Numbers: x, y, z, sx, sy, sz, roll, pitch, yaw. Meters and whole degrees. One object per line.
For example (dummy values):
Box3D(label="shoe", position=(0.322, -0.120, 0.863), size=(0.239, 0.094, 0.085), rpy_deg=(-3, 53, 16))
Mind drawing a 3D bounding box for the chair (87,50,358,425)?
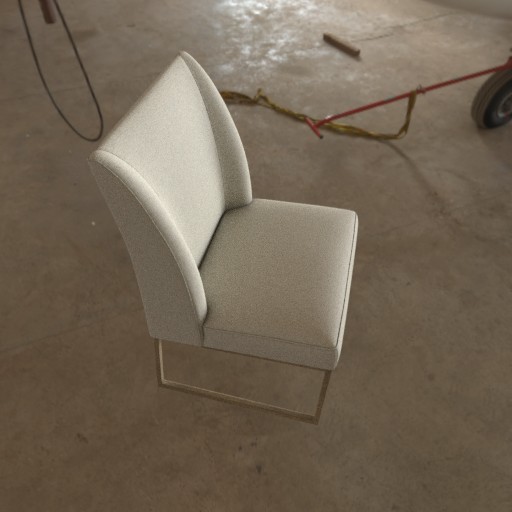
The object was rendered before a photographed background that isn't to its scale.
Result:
Box3D(label="chair", position=(0.000, 0.000, 1.200), size=(0.522, 0.863, 0.508), rpy_deg=(10, 48, 9))
